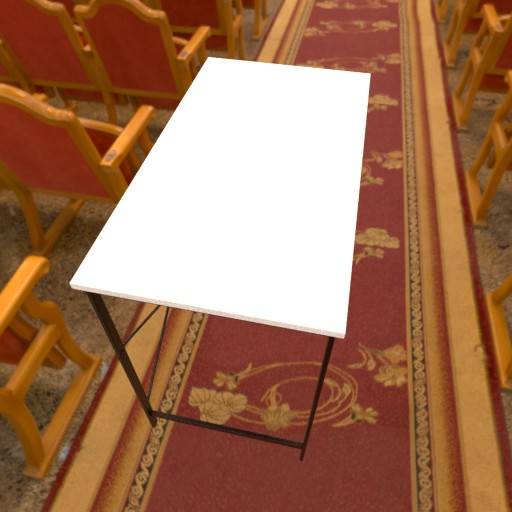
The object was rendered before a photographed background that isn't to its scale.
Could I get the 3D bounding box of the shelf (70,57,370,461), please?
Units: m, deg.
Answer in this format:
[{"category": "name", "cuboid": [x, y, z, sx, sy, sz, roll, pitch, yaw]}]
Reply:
[{"category": "shelf", "cuboid": [0.000, 0.000, 1.340, 0.498, 0.750, 0.902, 9, 50, 8]}]
